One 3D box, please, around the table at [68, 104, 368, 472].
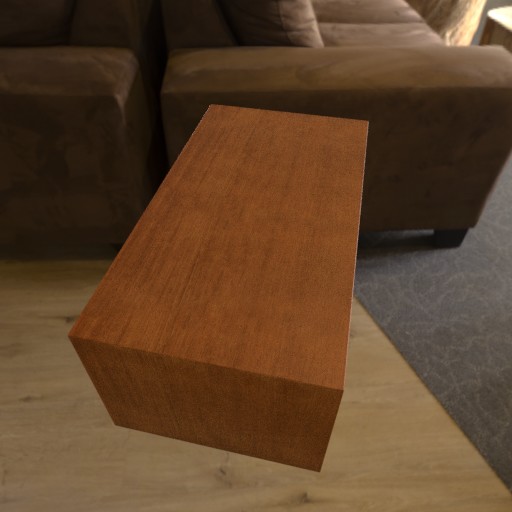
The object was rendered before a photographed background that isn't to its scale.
[{"bbox_3d":[0.000,0.000,1.333,0.549,0.419,1.000,9,46,9],"label":"table"}]
